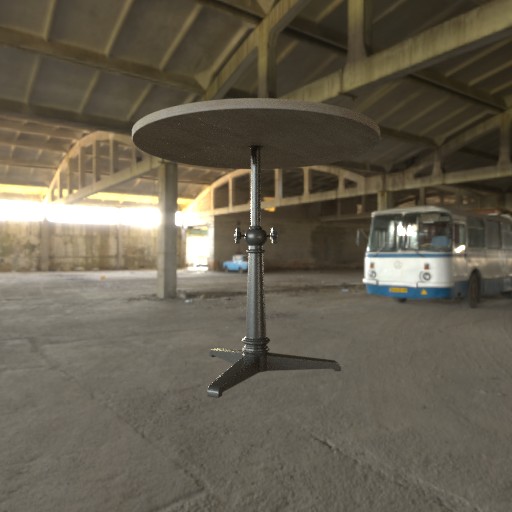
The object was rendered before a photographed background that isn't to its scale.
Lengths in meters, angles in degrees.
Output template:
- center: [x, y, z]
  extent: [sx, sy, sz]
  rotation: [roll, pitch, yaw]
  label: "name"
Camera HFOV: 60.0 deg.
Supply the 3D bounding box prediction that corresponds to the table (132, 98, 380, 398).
- center: [0.000, 0.000, 1.487]
  extent: [0.800, 0.780, 0.800]
  rotation: [0, 0, 0]
  label: "table"
